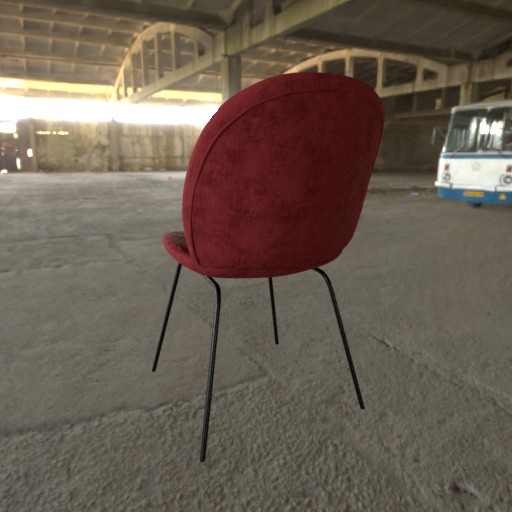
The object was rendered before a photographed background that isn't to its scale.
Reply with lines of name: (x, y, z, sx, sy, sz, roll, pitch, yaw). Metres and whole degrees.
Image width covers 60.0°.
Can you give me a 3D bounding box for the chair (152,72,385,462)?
chair: (0.000, 0.000, 1.129, 0.458, 0.791, 0.587, -7, 15, -26)
